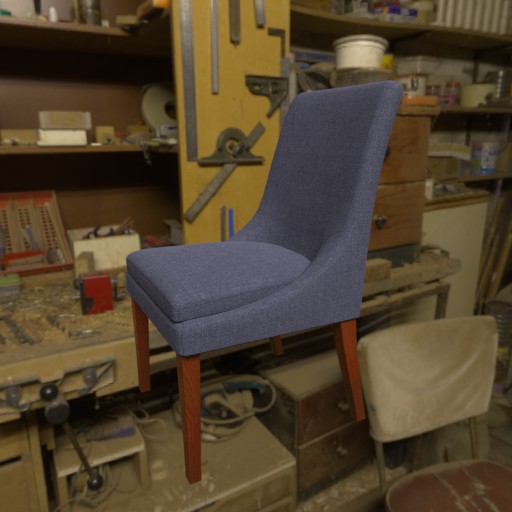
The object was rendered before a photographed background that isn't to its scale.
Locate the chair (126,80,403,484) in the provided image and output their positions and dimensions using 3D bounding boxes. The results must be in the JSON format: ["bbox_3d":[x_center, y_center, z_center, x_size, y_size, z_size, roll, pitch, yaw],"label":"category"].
[{"bbox_3d":[0.000,0.000,1.294,0.655,0.952,0.508,-8,17,-27],"label":"chair"}]
